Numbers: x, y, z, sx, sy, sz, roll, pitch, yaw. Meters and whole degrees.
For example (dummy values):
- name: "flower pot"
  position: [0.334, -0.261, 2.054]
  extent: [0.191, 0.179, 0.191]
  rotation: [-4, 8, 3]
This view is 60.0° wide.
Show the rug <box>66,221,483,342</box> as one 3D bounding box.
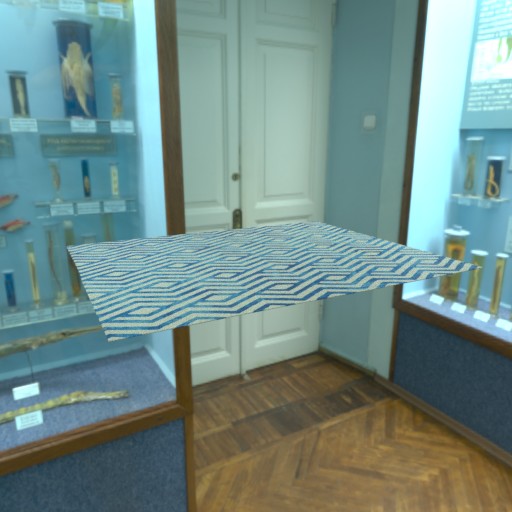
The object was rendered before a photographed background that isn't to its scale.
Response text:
- name: "rug"
  position: [0.000, 0.000, 4.118]
  extent: [3.059, 0.008, 2.453]
  rotation: [-8, 17, -26]
